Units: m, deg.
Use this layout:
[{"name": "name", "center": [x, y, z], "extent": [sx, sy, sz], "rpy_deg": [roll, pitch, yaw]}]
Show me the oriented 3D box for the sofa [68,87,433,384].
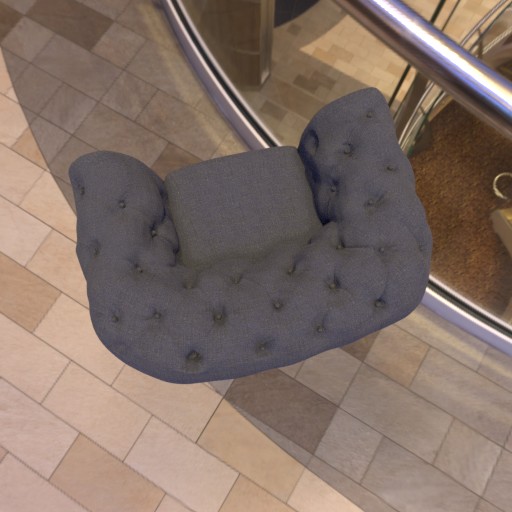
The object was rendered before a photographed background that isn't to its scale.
[{"name": "sofa", "center": [0.000, 0.000, 2.077], "extent": [1.405, 0.878, 1.032], "rpy_deg": [-14, 76, -4]}]
